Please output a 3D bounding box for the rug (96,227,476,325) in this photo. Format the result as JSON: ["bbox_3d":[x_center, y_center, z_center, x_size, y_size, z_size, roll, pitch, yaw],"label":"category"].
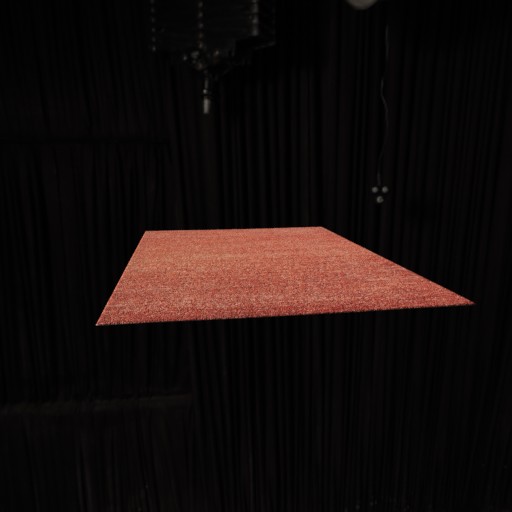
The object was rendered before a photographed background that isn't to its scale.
[{"bbox_3d":[0.000,0.000,5.101,2.803,0.025,3.965,-2,13,-9],"label":"rug"}]
